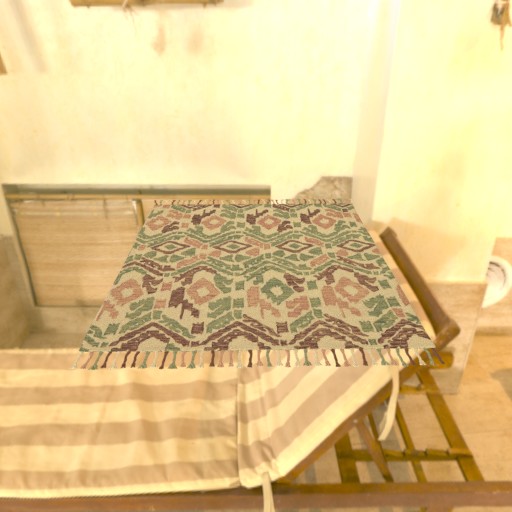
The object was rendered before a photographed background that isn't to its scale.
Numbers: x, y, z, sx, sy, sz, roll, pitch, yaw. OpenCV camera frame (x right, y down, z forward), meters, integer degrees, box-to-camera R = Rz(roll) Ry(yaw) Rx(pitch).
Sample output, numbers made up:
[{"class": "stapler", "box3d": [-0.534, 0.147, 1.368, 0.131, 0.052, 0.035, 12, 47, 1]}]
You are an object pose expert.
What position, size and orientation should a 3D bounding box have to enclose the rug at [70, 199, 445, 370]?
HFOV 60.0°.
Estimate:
[{"class": "rug", "box3d": [0.000, 0.000, 4.119, 2.438, 0.010, 3.048, 0, 27, -1]}]
